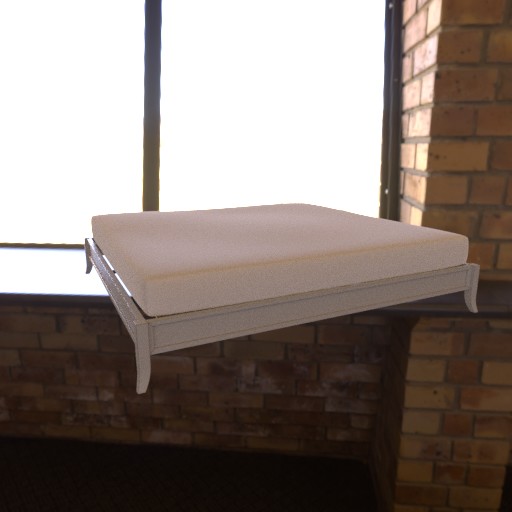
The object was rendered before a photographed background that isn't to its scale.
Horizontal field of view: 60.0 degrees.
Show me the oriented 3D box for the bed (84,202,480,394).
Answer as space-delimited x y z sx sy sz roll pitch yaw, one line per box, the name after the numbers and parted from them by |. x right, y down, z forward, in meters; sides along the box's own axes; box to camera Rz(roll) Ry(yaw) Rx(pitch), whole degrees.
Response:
0.000 0.000 3.129 2.108 0.510 2.007 -7 16 -26 | bed
